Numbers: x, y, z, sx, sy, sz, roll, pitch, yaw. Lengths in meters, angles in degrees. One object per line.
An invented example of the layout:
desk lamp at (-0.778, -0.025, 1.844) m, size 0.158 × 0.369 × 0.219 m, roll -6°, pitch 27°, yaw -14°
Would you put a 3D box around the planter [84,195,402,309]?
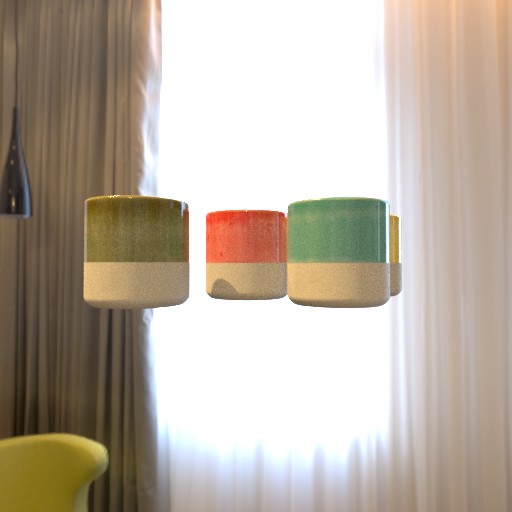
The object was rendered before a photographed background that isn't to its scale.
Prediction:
planter at (0.000, 0.000, 0.408) m, size 0.286 × 0.075 × 0.257 m, roll 0°, pitch -1°, yaw -16°
